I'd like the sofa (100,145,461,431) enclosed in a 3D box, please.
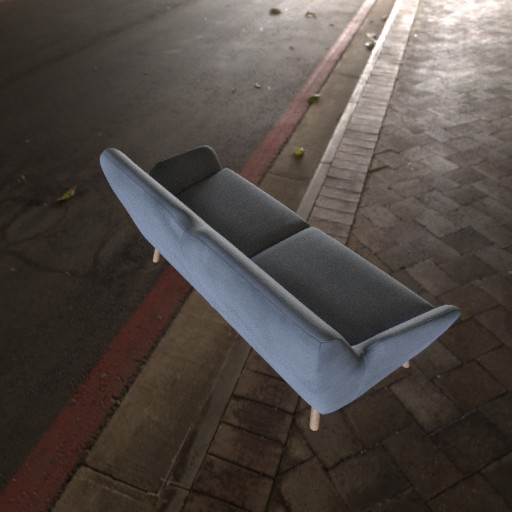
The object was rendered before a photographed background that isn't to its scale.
[{"bbox_3d":[0.000,0.000,2.313,0.850,0.810,1.870,-28,48,-28],"label":"sofa"}]
